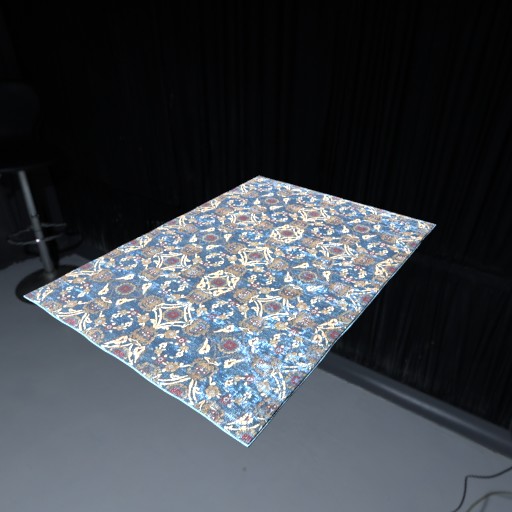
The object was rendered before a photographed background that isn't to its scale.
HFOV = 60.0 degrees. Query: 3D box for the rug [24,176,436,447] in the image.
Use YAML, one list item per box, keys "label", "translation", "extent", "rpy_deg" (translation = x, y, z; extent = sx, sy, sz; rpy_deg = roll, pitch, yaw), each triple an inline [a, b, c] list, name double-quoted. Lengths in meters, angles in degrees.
- label: "rug"
  translation: [0.000, 0.000, 2.807]
  extent: [1.567, 0.014, 2.207]
  rpy_deg: [21, 38, 30]
